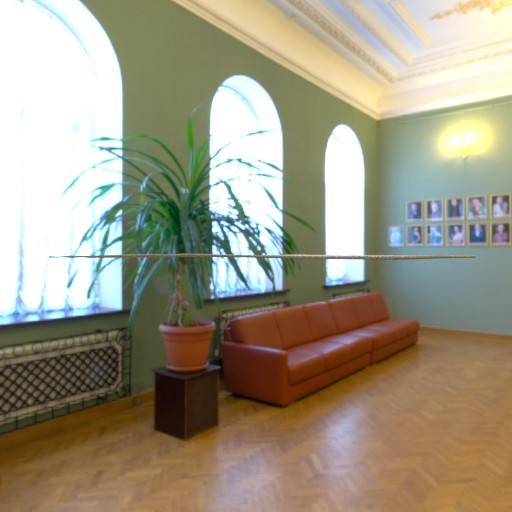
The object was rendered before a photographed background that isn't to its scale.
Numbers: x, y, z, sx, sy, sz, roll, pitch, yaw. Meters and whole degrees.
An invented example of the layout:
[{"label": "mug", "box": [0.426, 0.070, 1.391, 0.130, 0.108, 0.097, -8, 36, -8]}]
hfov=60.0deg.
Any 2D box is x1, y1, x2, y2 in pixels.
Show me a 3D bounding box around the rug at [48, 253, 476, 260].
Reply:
[{"label": "rug", "box": [0.000, 0.000, 2.211, 1.804, 0.022, 1.162, 0, 0, 36]}]
